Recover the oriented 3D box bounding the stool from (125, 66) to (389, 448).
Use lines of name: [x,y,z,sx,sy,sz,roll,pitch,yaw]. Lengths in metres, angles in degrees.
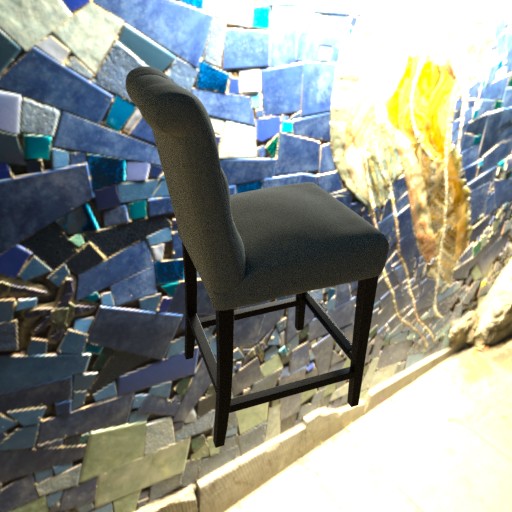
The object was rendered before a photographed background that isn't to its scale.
stool: [0.000,0.000,1.341,0.601,1.040,0.493,-10,31,-18]
